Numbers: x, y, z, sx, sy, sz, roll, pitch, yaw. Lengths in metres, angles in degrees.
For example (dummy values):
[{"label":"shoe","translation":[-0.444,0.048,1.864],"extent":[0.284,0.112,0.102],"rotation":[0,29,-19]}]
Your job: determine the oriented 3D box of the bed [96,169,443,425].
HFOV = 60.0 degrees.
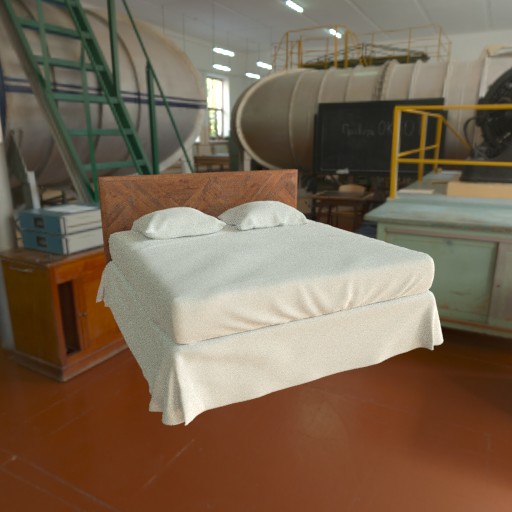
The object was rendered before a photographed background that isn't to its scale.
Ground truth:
[{"label":"bed","translation":[0.000,0.000,3.540],"extent":[2.255,1.158,2.165],"rotation":[-8,17,-26]}]
